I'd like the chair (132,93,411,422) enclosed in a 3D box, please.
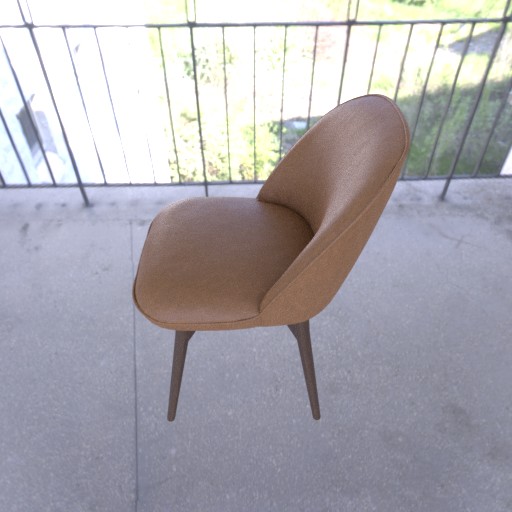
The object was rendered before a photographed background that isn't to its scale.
[{"bbox_3d":[0.000,0.000,1.222,0.631,0.831,0.521,0,41,0],"label":"chair"}]
